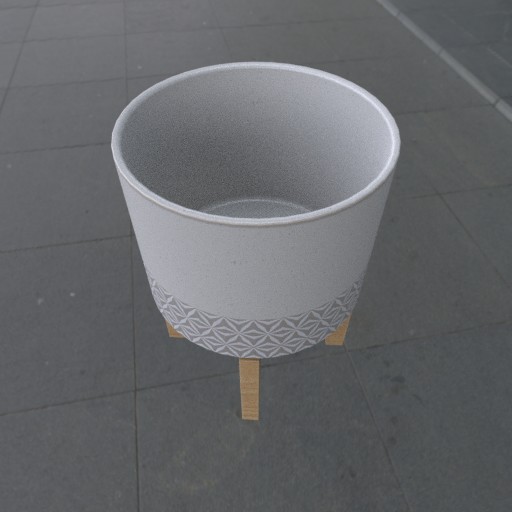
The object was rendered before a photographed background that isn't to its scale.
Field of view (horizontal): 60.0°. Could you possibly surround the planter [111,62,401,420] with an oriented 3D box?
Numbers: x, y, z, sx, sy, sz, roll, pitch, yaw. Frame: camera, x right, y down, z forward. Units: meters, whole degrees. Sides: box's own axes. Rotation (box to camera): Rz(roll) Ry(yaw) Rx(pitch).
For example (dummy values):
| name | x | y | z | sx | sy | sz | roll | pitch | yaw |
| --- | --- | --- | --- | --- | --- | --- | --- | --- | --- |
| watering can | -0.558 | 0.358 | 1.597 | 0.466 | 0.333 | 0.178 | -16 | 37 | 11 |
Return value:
| name | x | y | z | sx | sy | sz | roll | pitch | yaw |
| --- | --- | --- | --- | --- | --- | --- | --- | --- | --- |
| planter | 0.000 | 0.000 | 0.391 | 0.188 | 0.260 | 0.188 | 0 | 48 | 0 |
